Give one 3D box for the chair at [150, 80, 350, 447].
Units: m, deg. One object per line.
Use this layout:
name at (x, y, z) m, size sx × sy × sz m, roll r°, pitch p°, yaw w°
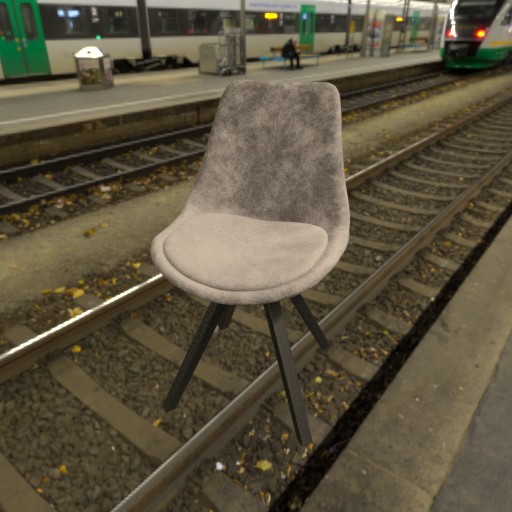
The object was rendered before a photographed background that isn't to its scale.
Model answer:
chair at (0.000, 0.000, 1.218) m, size 0.485 × 0.850 × 0.550 m, roll 8°, pitch 28°, yaw 15°
